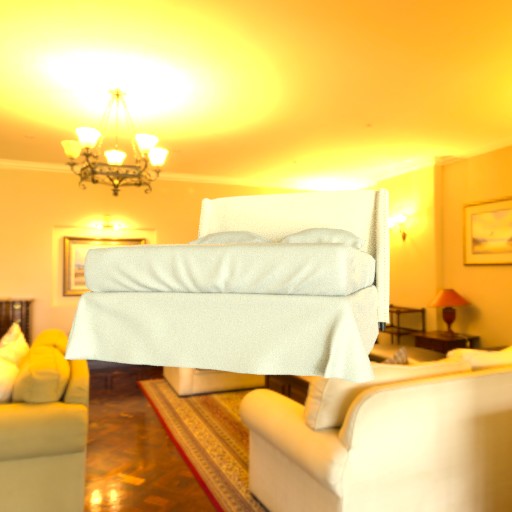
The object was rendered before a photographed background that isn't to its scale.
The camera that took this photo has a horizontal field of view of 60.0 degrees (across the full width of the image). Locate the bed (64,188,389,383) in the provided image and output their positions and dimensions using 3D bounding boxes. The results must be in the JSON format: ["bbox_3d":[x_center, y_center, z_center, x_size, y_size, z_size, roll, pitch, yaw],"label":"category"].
[{"bbox_3d":[0.000,0.000,3.464,1.925,1.332,2.276,-1,-2,19],"label":"bed"}]
